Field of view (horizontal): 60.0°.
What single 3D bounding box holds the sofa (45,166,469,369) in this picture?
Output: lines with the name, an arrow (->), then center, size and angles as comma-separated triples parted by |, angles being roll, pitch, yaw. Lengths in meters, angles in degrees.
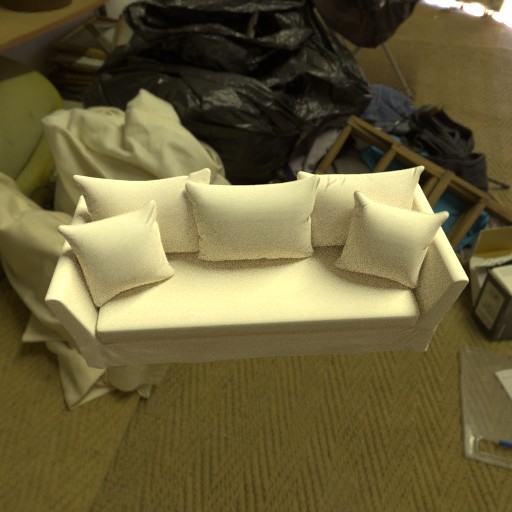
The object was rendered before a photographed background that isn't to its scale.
sofa -> 0.000, 0.000, 3.074 | 2.484, 1.042, 1.030 | -2, 46, -2
